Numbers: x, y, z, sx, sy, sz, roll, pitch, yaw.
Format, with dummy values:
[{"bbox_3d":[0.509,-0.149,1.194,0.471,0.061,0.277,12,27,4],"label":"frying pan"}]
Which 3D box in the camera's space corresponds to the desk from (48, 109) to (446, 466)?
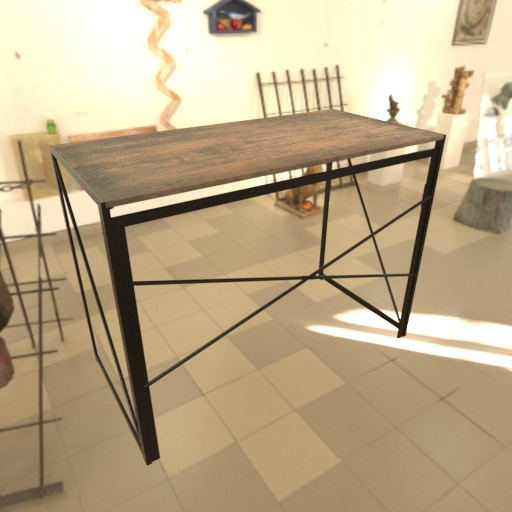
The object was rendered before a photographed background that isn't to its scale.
[{"bbox_3d":[0.000,0.000,1.433,1.015,0.747,0.505,-17,33,-28],"label":"desk"}]
